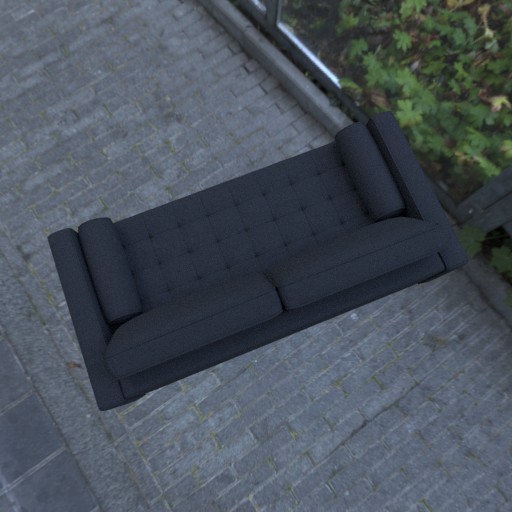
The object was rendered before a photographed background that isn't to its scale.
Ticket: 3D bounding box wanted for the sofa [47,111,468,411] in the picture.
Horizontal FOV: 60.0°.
[{"bbox_3d":[0.000,0.000,2.338,1.875,0.759,0.914,-21,78,-5],"label":"sofa"}]
